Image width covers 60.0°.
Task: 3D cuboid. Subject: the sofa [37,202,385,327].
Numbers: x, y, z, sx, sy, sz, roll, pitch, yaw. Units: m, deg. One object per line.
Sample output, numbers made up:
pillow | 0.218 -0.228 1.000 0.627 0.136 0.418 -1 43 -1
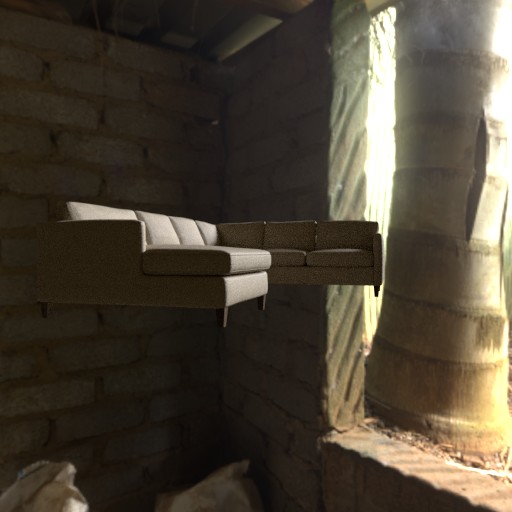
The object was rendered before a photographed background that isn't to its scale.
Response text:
sofa | 0.000 0.000 4.703 2.593 0.959 3.460 0 0 17
